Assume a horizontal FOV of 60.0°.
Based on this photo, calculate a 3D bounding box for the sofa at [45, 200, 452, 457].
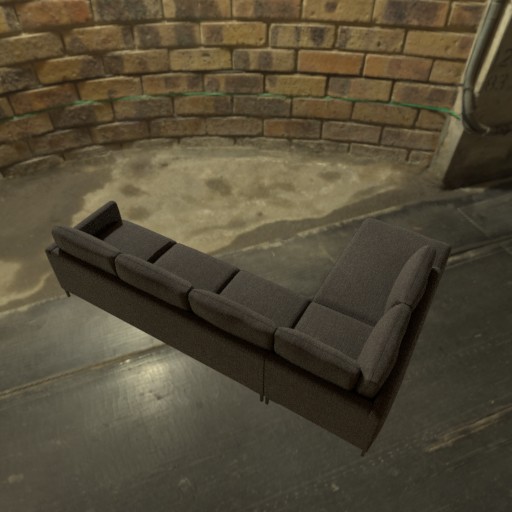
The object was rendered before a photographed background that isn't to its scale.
[{"bbox_3d":[0.000,0.000,3.884,2.949,0.815,2.007,22,49,21],"label":"sofa"}]
